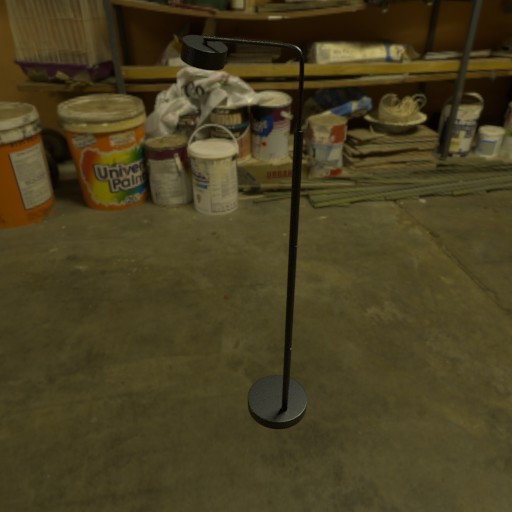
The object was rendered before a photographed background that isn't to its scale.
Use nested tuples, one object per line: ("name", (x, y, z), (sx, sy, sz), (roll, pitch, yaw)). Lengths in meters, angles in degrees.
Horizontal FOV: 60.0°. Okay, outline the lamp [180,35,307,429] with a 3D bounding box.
("lamp", (0.000, 0.000, 1.388), (0.418, 1.230, 0.219), (22, 38, 31))
